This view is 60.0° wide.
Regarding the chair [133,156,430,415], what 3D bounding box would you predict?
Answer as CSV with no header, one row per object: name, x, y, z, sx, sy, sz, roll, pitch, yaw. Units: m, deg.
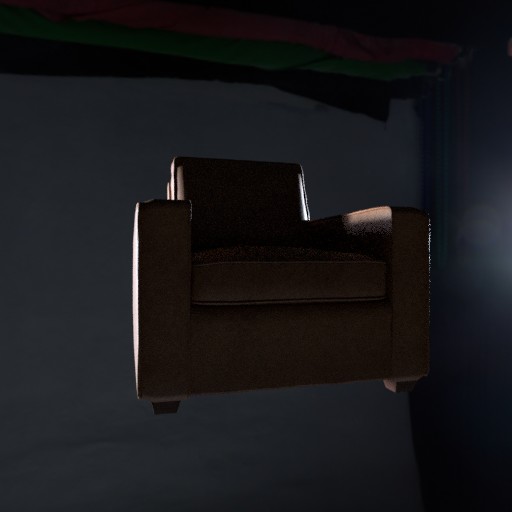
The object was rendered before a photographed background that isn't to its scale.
chair,0.000,0.000,1.800,0.987,0.901,1.027,0,0,-18
